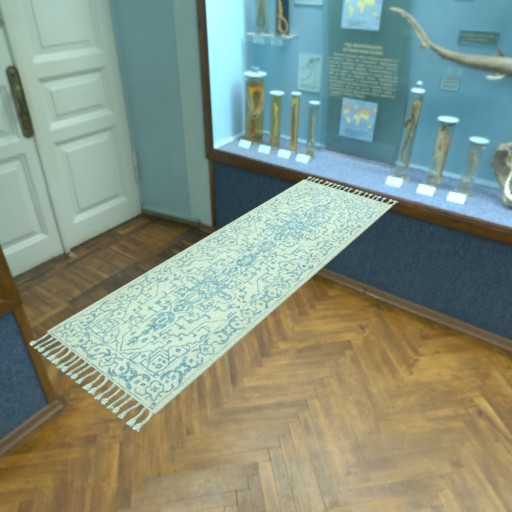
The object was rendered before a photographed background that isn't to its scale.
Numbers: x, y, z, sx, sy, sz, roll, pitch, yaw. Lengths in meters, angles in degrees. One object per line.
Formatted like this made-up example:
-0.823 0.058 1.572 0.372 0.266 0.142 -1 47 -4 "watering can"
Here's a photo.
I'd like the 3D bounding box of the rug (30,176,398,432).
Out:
0.000 0.000 2.653 0.774 0.011 2.449 23 39 31 "rug"
